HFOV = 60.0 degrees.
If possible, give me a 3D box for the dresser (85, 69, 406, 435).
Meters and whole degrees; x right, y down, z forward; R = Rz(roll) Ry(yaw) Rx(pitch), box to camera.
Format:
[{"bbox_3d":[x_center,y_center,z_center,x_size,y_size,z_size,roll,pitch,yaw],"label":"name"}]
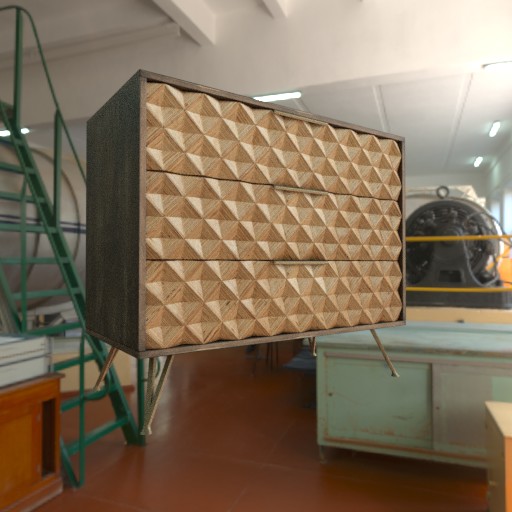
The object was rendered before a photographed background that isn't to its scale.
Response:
[{"bbox_3d":[0.000,0.000,1.401,0.923,0.801,0.453,1,-1,-35],"label":"dresser"}]
